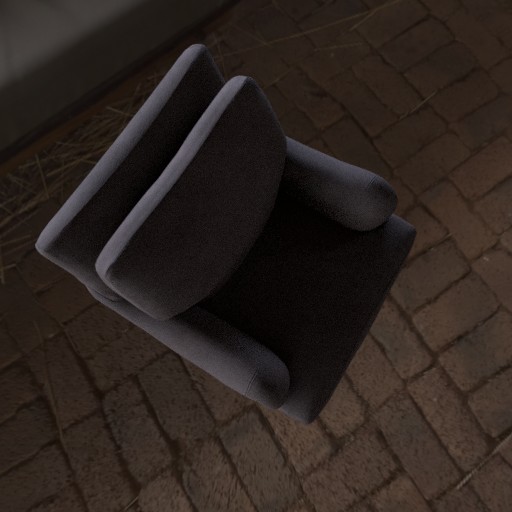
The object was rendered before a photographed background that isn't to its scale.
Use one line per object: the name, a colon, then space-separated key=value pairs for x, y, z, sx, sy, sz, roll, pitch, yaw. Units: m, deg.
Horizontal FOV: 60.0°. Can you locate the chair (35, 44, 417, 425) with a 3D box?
chair: x=0.000 y=0.000 z=1.783 sx=1.070 sy=0.997 sz=0.955 roll=31 pitch=77 yaw=8
